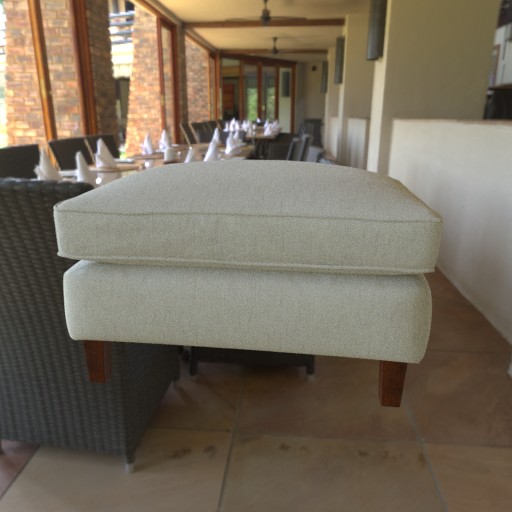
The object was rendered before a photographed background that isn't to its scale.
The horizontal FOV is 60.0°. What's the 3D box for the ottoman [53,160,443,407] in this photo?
[{"bbox_3d":[0.000,0.000,0.970,0.665,0.406,0.501,2,18,8],"label":"ottoman"}]
